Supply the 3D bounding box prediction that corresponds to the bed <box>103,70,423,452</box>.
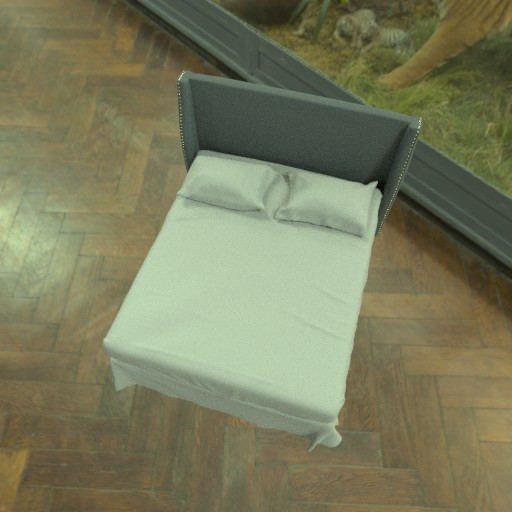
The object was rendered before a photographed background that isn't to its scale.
[{"bbox_3d":[0.000,0.000,3.393,1.925,1.332,2.276,14,60,9],"label":"bed"}]
